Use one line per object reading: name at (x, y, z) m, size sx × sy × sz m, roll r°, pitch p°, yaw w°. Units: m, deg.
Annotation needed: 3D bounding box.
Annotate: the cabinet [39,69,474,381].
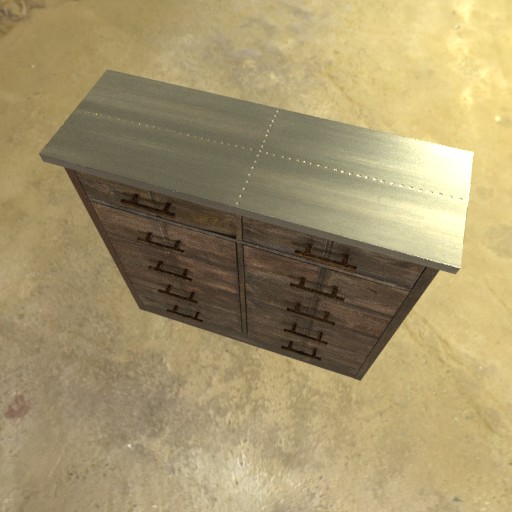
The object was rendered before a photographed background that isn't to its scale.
cabinet at (0.000, 0.000, 1.432) m, size 0.968 × 0.919 × 0.338 m, roll 16°, pitch 60°, yaw 10°
